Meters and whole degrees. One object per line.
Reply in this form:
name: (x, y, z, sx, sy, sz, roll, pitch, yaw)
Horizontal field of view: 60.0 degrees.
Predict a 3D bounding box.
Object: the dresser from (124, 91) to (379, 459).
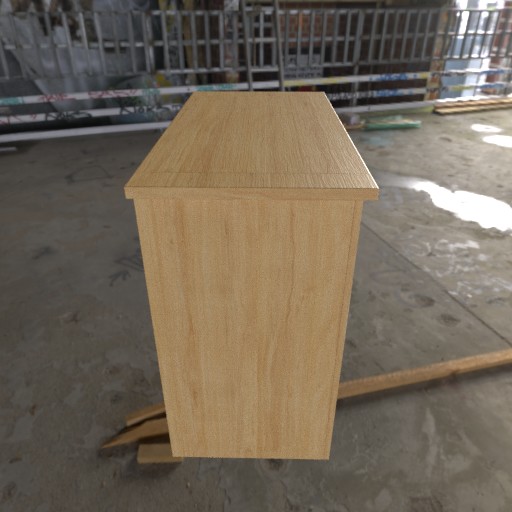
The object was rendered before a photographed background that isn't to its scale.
dresser: (0.000, 0.000, 1.240, 0.410, 0.730, 0.800, 1, 31, 1)
